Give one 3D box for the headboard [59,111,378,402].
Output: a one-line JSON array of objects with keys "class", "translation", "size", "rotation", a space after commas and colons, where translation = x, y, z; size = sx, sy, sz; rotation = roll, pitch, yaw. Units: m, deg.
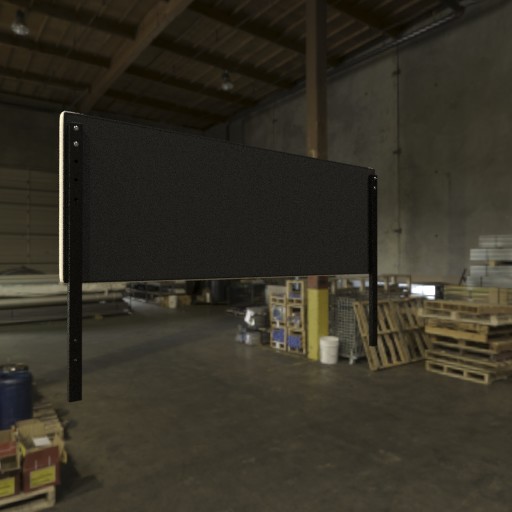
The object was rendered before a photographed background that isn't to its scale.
[{"class": "headboard", "translation": [0.000, 0.000, 2.855], "size": [2.362, 1.410, 0.120], "rotation": [0, 0, -37]}]
